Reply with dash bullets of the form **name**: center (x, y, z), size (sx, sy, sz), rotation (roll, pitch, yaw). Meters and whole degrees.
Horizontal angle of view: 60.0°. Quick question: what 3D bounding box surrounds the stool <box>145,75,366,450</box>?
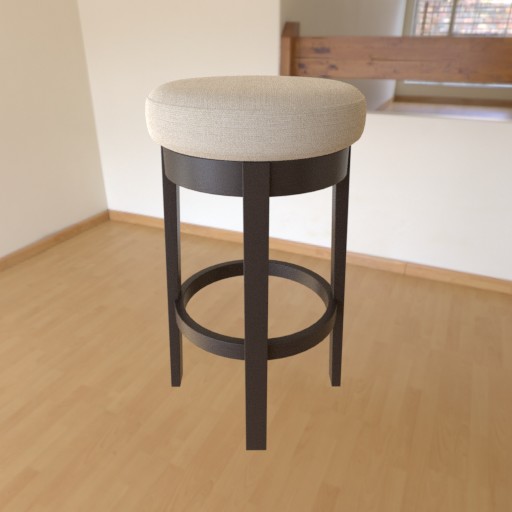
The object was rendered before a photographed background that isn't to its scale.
- **stool**: center (0.000, 0.000, 1.023), size (0.446, 0.758, 0.446), rotation (0, 26, 0)
